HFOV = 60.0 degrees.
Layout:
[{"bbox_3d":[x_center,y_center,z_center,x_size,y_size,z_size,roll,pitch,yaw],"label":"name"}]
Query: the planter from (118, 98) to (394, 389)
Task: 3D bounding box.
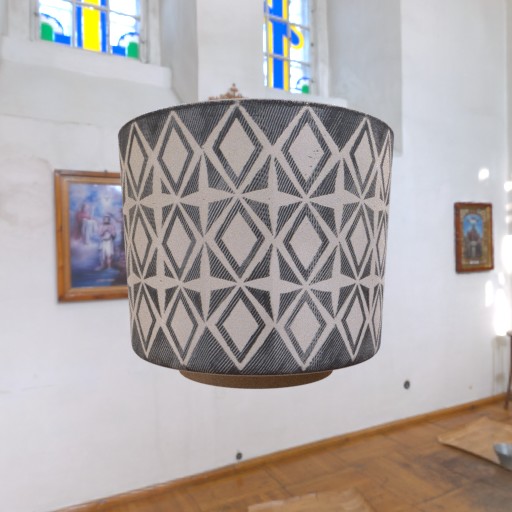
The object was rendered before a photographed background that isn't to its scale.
[{"bbox_3d":[0.000,0.000,0.437,0.260,0.220,0.260,0,0,0],"label":"planter"}]
